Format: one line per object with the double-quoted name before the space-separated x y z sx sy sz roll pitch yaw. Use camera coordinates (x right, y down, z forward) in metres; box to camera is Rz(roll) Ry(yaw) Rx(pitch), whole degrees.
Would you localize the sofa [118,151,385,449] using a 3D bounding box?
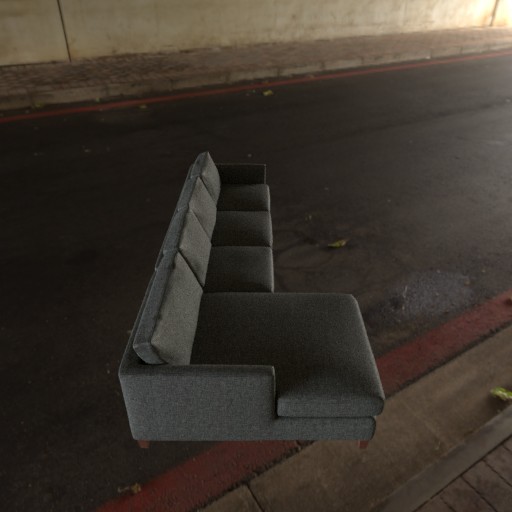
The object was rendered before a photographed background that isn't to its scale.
"sofa" 0.000 0.000 4.156 1.635 0.960 3.485 0 32 0
